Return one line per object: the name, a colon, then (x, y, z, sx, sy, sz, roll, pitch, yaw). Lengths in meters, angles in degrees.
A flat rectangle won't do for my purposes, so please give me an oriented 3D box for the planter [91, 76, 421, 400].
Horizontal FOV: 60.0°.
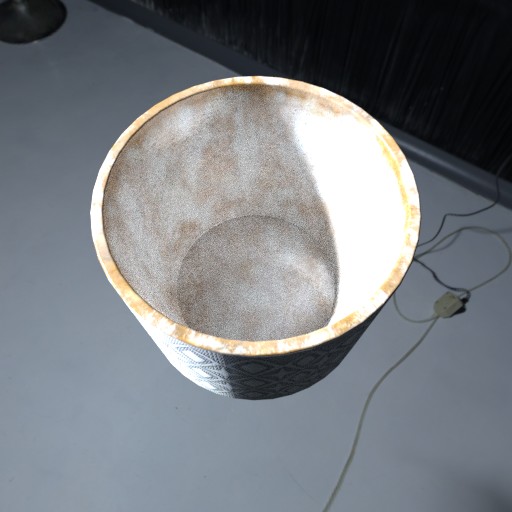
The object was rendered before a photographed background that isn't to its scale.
planter: (0.000, 0.000, 0.444, 0.255, 0.223, 0.255, 0, 64, 0)
